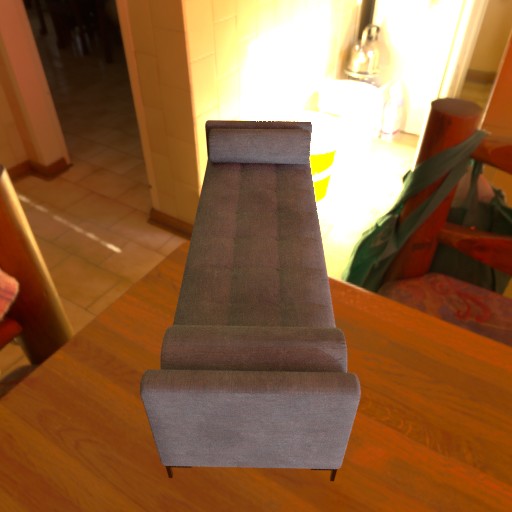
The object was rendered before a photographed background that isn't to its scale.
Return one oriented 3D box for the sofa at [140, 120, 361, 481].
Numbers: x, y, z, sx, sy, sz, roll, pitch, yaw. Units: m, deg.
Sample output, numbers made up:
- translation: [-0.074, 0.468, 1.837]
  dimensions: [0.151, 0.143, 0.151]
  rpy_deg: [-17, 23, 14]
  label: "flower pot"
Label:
- translation: [0.000, 0.000, 2.287]
  dimensions: [0.686, 0.635, 1.981]
  rpy_deg: [1, 41, 1]
  label: "sofa"
